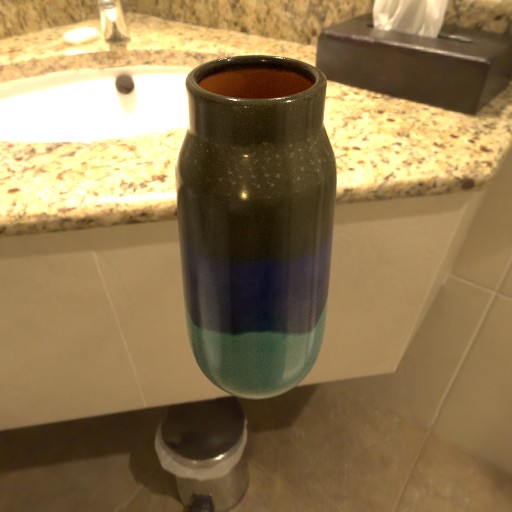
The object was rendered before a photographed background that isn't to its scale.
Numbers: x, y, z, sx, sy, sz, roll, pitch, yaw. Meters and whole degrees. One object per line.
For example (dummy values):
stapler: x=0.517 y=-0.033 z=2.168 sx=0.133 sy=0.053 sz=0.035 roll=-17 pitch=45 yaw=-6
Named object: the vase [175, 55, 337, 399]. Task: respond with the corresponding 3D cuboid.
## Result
vase: x=0.000 y=0.000 z=0.392 sx=0.139 sy=0.313 sz=0.139 roll=0 pitch=41 yaw=0
